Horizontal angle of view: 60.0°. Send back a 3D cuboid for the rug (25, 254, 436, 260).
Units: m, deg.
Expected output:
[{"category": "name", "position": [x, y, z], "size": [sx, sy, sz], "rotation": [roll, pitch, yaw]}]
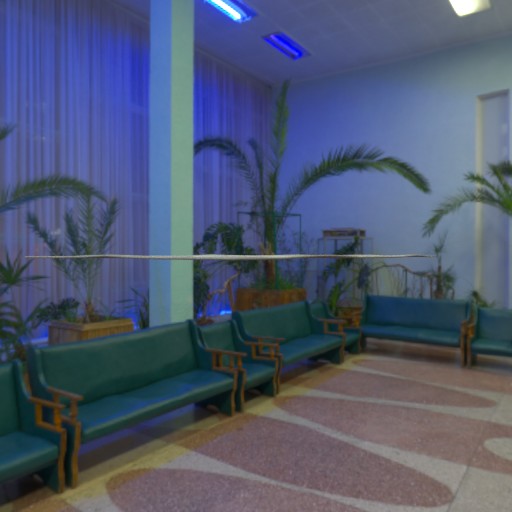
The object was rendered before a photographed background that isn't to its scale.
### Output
[{"category": "rug", "position": [0.000, 0.000, 4.347], "size": [2.428, 0.027, 3.333], "rotation": [0, 0, 39]}]
